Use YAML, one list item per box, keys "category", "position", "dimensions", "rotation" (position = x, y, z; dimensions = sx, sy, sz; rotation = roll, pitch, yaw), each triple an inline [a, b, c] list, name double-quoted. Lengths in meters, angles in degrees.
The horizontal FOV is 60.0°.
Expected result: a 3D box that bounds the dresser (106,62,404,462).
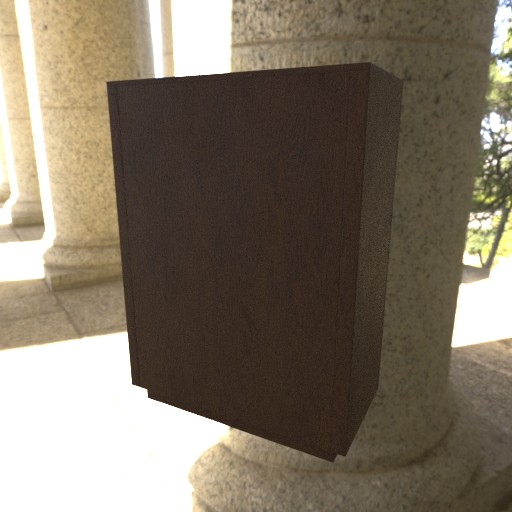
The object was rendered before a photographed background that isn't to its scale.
- category: "dresser"
  position: [0.000, 0.000, 1.792]
  dimensions: [0.964, 1.320, 0.516]
  rotation: [8, 17, 27]
